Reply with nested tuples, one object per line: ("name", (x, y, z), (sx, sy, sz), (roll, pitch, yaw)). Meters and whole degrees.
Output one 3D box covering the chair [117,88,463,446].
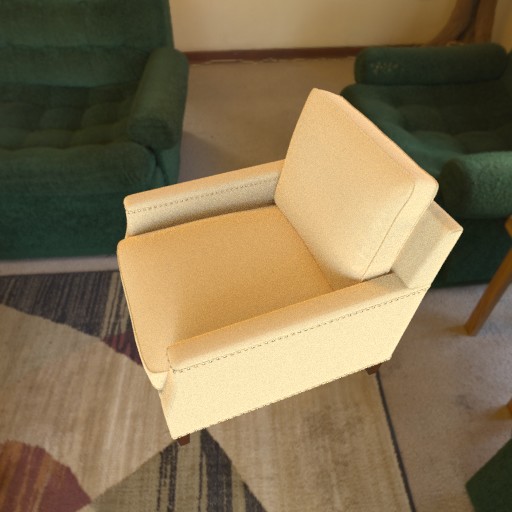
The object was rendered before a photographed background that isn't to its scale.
("chair", (0.000, 0.000, 1.700), (1.014, 0.943, 0.853), (-16, 48, -15))
